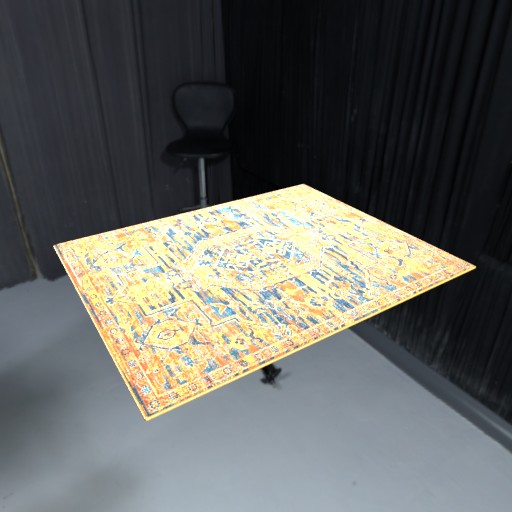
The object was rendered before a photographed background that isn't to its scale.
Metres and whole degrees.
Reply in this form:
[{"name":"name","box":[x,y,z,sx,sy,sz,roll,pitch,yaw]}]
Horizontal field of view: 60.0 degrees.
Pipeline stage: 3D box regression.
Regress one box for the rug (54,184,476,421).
[{"name":"rug","box":[0.000,0.000,4.065,3.040,0.031,2.435,-18,34,-28]}]
